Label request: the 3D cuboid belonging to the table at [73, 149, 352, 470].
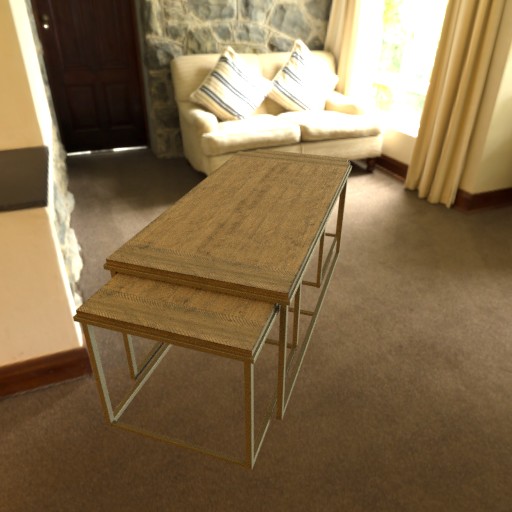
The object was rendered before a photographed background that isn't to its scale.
[{"bbox_3d":[0.000,0.000,1.559,0.489,0.427,1.312,10,31,16],"label":"table"}]
